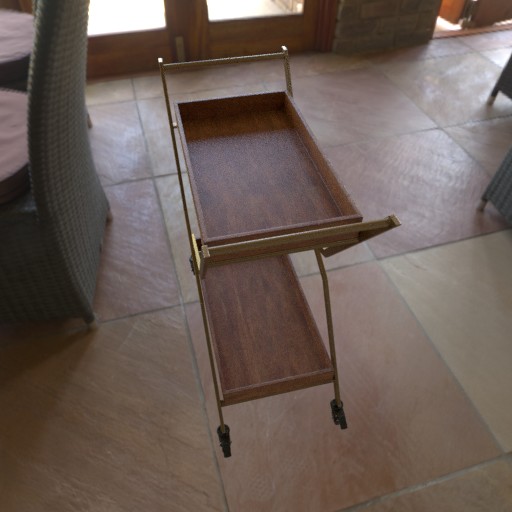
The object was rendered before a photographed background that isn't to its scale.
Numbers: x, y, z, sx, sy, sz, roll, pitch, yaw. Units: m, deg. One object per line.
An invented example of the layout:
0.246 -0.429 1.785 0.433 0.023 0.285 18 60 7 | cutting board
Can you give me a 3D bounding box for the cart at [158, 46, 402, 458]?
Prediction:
0.000 0.000 1.330 0.405 0.869 0.836 -10 48 -9 | cart
